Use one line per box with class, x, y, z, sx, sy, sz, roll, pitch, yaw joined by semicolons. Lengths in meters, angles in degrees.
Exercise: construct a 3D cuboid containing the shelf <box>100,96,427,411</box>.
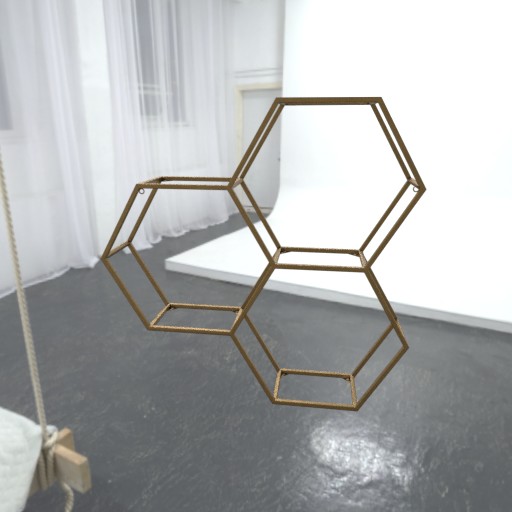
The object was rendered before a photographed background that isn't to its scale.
shelf;0.000;0.000;1.051;0.708;0.701;0.150;2;17;8
